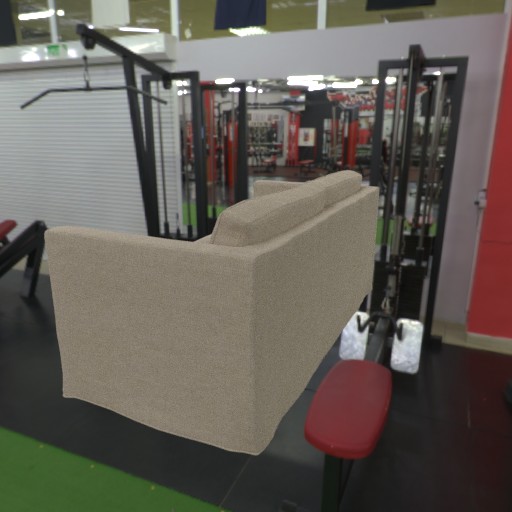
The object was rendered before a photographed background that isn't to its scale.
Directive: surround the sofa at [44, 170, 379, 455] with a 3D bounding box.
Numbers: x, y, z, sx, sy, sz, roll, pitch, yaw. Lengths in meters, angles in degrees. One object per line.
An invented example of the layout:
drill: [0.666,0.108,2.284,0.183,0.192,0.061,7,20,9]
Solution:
sofa: [0.000,0.000,2.444,0.956,0.847,1.987,8,18,25]
